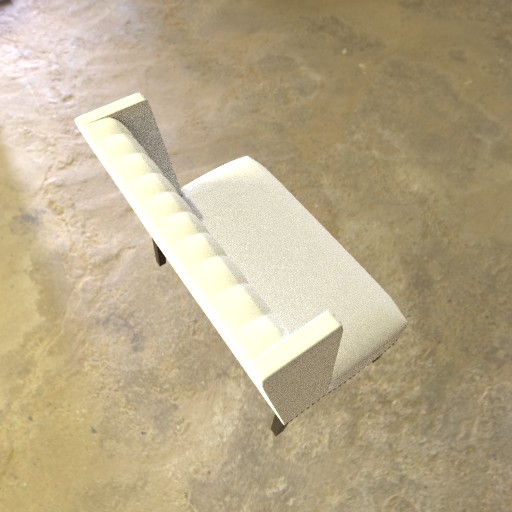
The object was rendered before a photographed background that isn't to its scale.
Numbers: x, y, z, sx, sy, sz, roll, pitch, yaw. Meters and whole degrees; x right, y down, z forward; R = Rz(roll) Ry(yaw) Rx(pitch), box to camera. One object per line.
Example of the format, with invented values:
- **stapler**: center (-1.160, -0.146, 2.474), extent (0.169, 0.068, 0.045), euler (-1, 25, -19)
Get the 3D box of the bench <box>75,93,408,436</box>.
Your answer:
- **bench**: center (0.000, 0.000, 2.029), extent (0.847, 1.123, 1.280), euler (-30, 62, -18)
